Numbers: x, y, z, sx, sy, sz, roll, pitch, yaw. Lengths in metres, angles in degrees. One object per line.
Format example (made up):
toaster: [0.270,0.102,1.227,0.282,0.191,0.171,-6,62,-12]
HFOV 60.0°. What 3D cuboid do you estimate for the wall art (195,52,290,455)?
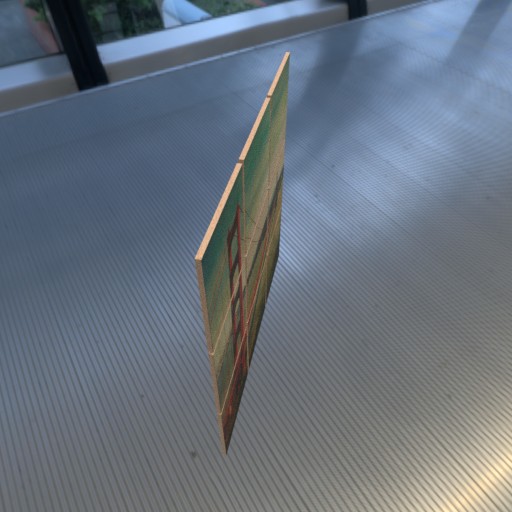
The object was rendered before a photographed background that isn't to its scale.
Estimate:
wall art: [0.000,0.000,1.404,0.012,0.910,0.917,9,47,9]
